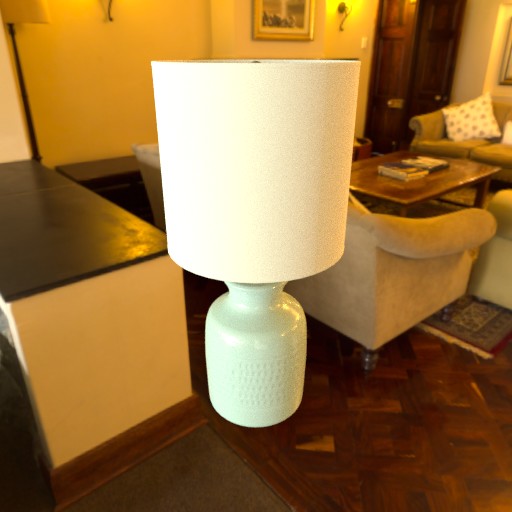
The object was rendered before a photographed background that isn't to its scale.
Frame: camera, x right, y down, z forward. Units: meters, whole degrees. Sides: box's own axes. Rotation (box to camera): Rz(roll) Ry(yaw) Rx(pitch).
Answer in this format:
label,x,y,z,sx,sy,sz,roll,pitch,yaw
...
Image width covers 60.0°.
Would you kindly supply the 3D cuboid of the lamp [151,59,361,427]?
label,x,y,z,sx,sy,sz,roll,pitch,yaw
lamp,0.000,0.000,1.082,0.418,0.871,0.418,0,25,1
